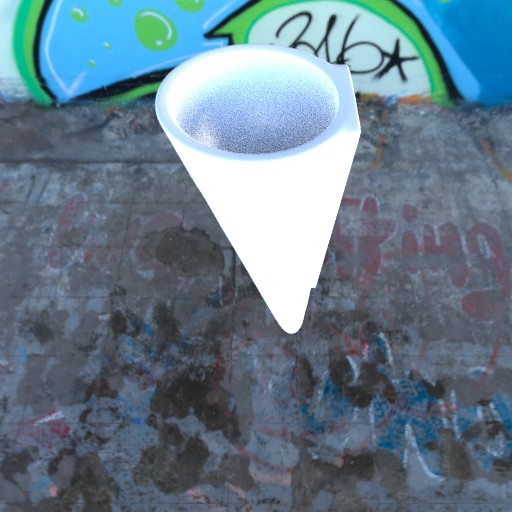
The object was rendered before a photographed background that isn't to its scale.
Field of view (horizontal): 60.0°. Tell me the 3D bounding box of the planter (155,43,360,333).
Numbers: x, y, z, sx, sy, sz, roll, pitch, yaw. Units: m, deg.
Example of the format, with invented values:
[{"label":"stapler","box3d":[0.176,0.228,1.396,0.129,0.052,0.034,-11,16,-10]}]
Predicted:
[{"label":"planter","box3d":[0.000,0.000,0.223,0.064,0.193,0.057,0,58,0]}]
